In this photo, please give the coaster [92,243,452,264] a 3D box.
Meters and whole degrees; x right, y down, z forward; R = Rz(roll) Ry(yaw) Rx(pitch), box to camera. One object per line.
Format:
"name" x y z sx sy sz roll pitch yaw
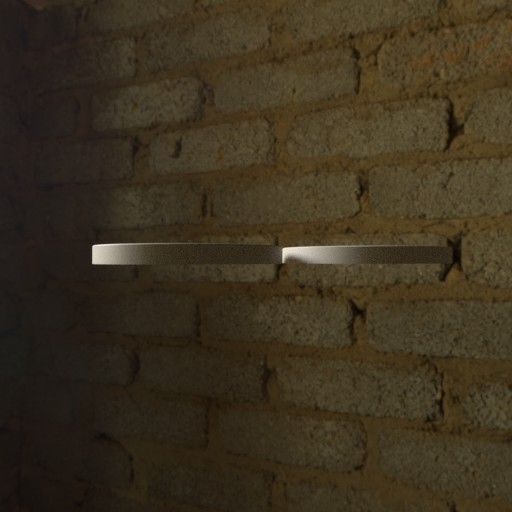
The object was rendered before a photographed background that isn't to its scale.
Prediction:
"coaster" 0.000 0.000 0.331 0.224 0.010 0.220 0 0 -17
